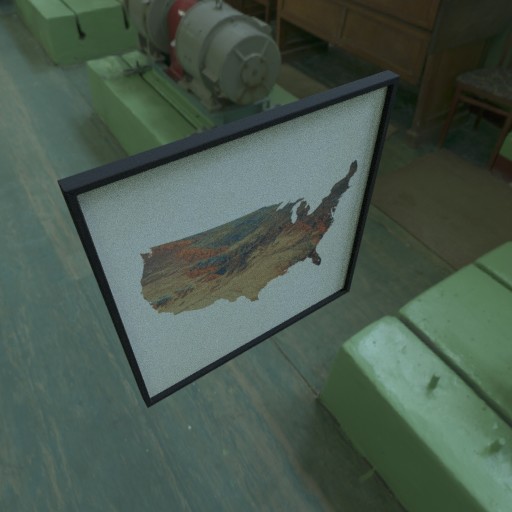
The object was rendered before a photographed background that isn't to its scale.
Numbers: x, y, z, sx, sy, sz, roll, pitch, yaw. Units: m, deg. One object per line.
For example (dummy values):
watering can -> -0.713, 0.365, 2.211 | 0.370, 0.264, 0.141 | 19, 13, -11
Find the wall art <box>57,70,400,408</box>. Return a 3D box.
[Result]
wall art -> 0.000, 0.000, 1.137 | 0.762, 0.762, 0.038 | -26, 51, -23
